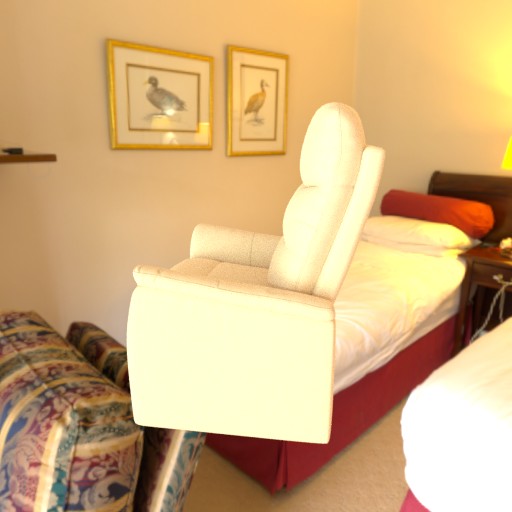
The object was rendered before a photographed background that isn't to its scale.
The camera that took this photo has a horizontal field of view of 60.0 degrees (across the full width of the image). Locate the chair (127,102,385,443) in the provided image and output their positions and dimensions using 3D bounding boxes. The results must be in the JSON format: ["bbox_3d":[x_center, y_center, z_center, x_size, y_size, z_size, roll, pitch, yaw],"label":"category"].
[{"bbox_3d":[0.000,0.000,1.676,0.831,1.082,0.775,2,15,9],"label":"chair"}]
